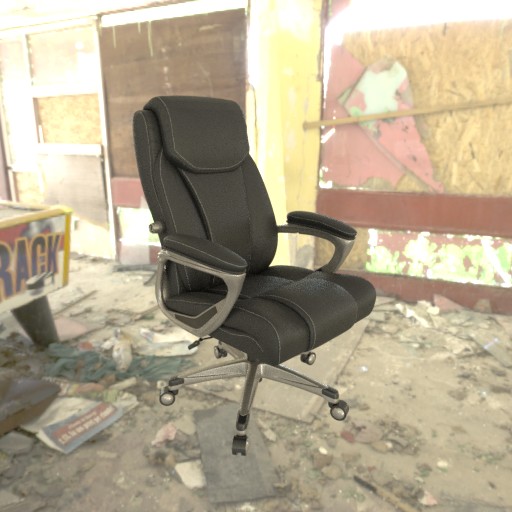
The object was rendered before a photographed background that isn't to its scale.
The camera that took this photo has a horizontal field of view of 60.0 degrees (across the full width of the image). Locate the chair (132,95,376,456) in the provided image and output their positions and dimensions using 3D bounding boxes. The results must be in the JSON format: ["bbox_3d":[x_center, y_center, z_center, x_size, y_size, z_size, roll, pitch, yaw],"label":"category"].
[{"bbox_3d":[0.000,0.000,1.675,0.784,1.167,0.741,14,21,42],"label":"chair"}]
